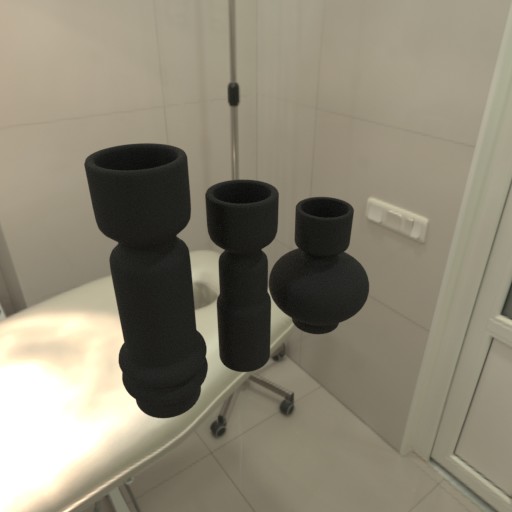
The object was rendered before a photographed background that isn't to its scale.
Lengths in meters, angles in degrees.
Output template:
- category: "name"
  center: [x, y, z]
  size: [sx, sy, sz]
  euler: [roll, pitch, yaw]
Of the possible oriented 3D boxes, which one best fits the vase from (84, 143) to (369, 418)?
- category: "vase"
  center: [0.000, 0.000, 0.451]
  size: [0.307, 0.249, 0.120]
  euler: [-20, 35, -31]
